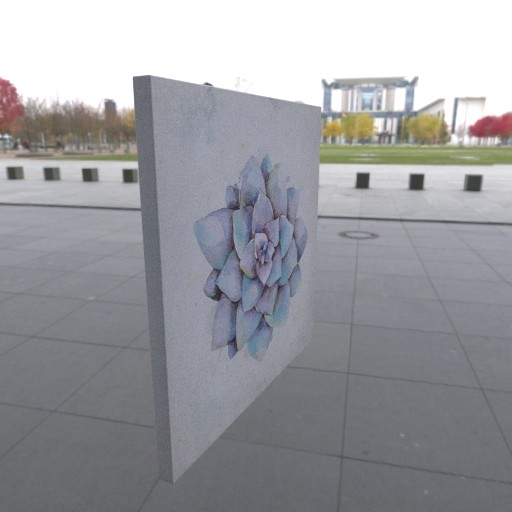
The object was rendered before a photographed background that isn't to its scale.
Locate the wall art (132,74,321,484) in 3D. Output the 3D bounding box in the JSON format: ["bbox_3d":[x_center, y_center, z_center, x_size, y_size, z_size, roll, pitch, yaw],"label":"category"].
[{"bbox_3d":[0.000,0.000,1.117,0.038,0.762,0.762,8,16,27],"label":"wall art"}]
